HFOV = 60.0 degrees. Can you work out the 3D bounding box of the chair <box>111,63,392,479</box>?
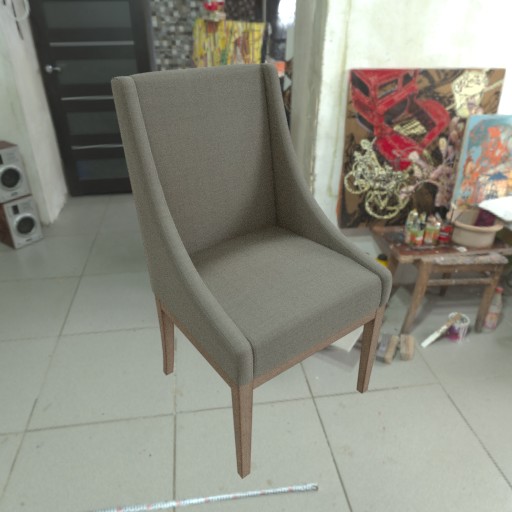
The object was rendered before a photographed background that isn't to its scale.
[{"bbox_3d":[0.000,0.000,1.360,0.575,1.021,0.611,-21,36,-32],"label":"chair"}]
